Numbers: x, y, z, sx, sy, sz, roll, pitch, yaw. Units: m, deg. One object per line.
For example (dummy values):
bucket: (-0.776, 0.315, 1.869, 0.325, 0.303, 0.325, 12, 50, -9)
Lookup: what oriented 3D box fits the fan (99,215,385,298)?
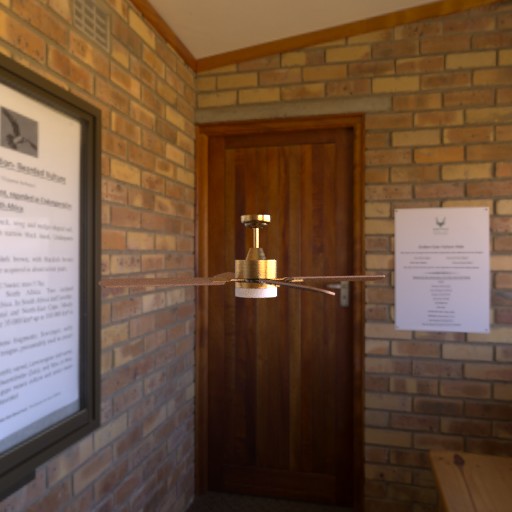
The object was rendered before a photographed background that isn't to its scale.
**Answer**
fan: (0.000, 0.000, 1.974, 1.320, 0.355, 1.320, 0, 0, -19)
